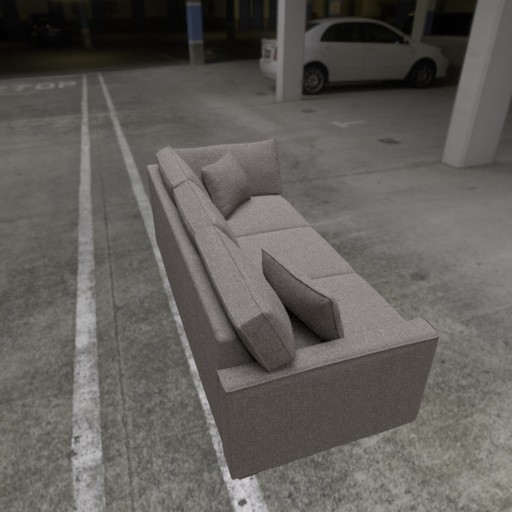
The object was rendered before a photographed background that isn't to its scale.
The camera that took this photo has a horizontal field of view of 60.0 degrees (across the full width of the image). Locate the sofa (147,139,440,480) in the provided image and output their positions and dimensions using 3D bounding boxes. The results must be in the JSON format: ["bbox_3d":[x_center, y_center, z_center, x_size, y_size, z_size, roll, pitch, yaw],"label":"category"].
[{"bbox_3d":[0.000,0.000,2.851,1.061,0.962,2.317,-10,33,-17],"label":"sofa"}]
